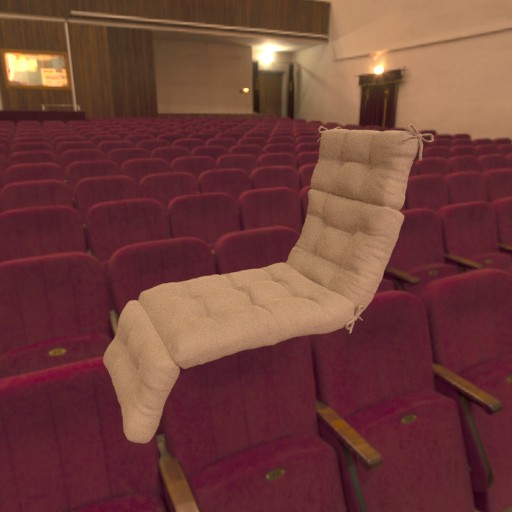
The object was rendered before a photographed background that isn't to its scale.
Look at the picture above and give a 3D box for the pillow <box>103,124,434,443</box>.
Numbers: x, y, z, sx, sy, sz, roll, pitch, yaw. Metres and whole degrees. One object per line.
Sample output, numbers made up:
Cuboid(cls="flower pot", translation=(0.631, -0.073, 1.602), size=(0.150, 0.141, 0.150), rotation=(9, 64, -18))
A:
Cuboid(cls="pillow", translation=(0.000, 0.000, 1.510), size=(1.016, 0.863, 0.526), rotation=(-8, 19, -25))
